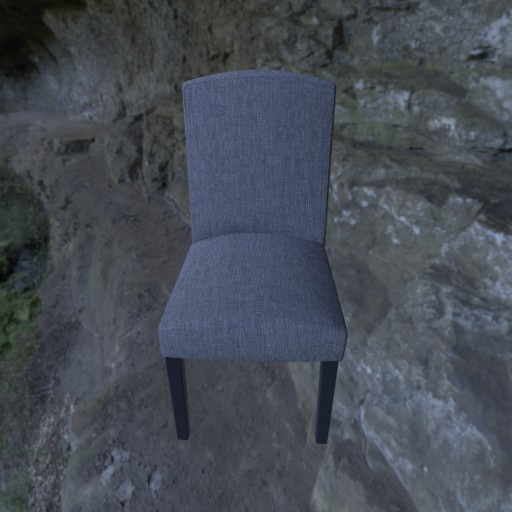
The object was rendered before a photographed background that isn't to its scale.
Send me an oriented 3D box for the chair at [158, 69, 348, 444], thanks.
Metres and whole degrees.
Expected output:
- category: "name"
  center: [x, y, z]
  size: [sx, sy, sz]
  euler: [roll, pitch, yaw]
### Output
- category: "chair"
  center: [0.000, 0.000, 1.248]
  size: [0.451, 0.917, 0.580]
  euler: [1, 29, 2]
